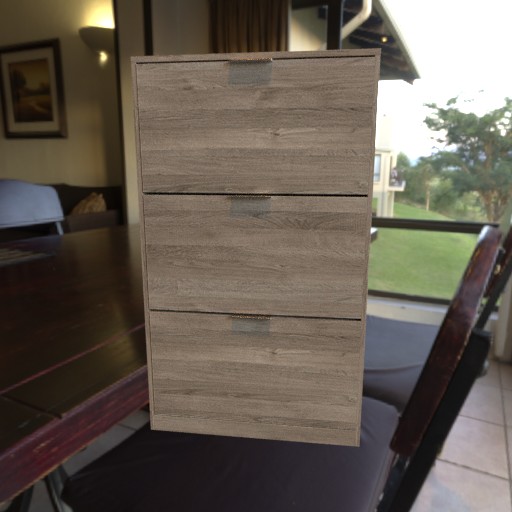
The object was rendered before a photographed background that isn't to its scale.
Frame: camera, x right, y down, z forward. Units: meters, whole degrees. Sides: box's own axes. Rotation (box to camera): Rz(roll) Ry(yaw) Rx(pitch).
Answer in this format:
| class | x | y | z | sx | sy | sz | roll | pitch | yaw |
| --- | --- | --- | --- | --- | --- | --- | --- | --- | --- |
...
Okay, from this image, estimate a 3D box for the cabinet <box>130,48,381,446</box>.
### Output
| class | x | y | z | sx | sy | sz | roll | pitch | yaw |
| --- | --- | --- | --- | --- | --- | --- | --- | --- | --- |
| cabinet | 0.000 | 0.000 | 1.555 | 0.750 | 1.280 | 0.250 | 2 | 12 | 8 |
